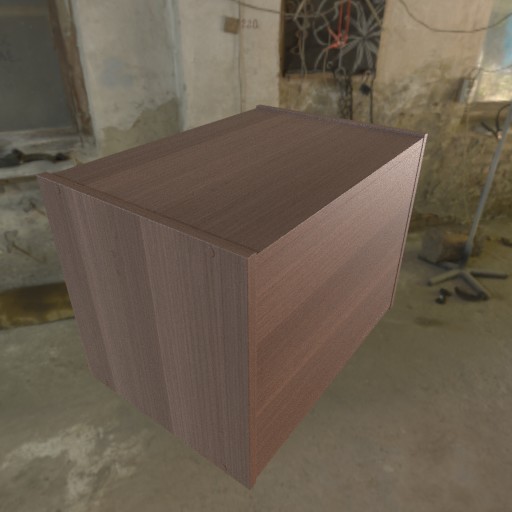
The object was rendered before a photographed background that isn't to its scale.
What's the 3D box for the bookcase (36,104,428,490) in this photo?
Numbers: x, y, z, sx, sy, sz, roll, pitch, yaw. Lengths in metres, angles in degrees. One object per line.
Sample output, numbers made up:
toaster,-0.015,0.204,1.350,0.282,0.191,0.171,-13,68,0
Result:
bookcase,0.000,0.000,0.631,0.290,0.305,0.415,21,37,31
